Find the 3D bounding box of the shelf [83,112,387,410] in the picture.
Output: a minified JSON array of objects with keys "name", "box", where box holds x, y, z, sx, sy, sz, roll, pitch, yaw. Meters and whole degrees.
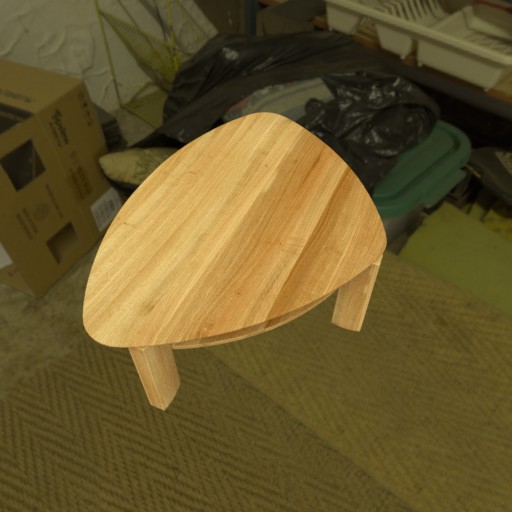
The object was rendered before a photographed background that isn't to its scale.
[{"name":"shelf","box":[0.000,0.000,1.633,0.863,0.439,1.240,17,49,15]}]
